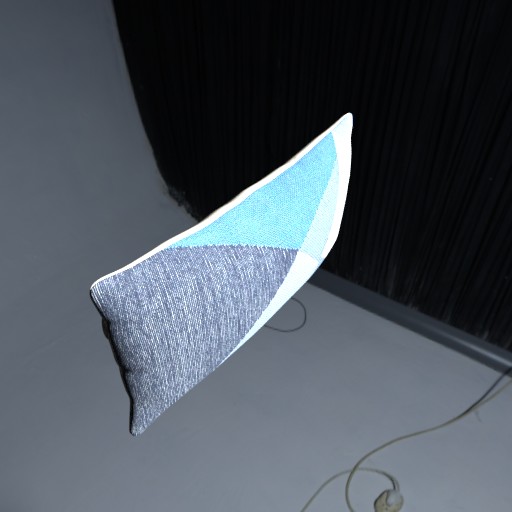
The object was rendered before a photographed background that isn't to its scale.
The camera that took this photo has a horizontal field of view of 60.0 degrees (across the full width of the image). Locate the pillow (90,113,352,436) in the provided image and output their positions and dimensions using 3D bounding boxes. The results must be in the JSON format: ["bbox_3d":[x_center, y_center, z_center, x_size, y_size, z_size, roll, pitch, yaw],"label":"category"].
[{"bbox_3d":[0.000,0.000,0.745,0.148,0.307,0.604,26,46,28],"label":"pillow"}]
